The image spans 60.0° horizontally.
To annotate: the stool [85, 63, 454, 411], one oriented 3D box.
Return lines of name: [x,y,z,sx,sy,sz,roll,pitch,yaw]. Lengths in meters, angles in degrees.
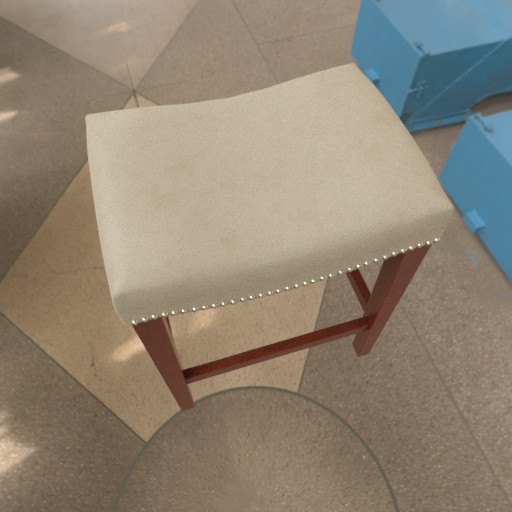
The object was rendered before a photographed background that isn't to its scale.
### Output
stool: [0.000,0.000,0.936,0.509,0.632,0.375,-15,59,-9]
